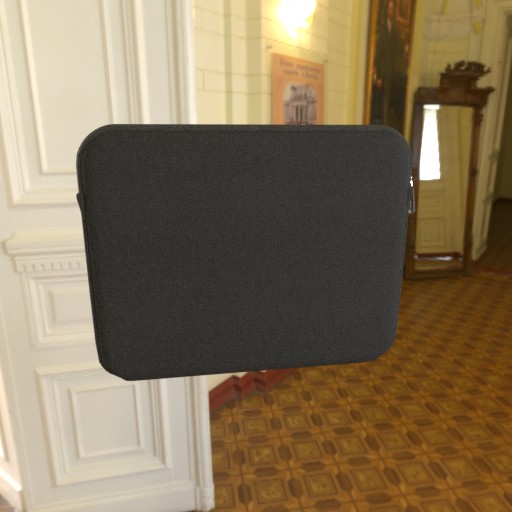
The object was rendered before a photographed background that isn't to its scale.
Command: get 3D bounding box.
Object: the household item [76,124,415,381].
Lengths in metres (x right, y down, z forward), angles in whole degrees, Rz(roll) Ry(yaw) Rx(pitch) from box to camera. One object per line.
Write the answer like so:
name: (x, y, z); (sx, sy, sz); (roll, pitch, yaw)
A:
household item: (0.000, 0.000, 0.536); (0.396, 0.305, 0.030); (-2, 16, -9)
